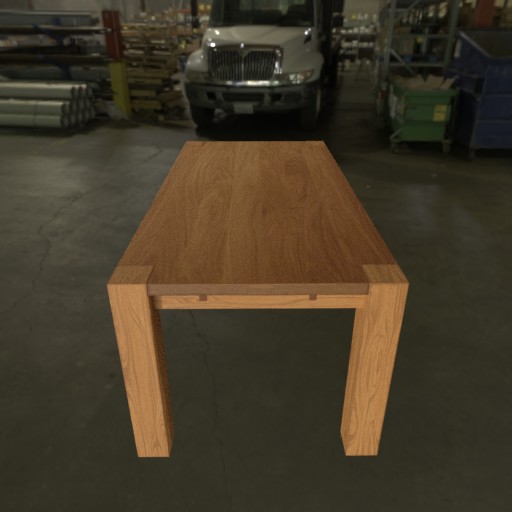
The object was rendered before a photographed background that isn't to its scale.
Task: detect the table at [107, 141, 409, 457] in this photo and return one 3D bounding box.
[{"bbox_3d":[0.000,0.000,2.289,0.900,0.760,1.800,0,28,0],"label":"table"}]
